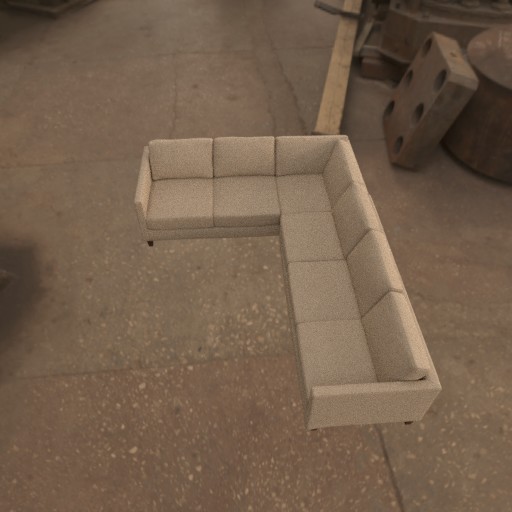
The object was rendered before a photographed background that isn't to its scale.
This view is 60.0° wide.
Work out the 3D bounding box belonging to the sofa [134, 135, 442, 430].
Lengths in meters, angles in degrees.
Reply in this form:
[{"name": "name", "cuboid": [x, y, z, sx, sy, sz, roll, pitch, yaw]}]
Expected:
[{"name": "sofa", "cuboid": [0.000, 0.000, 4.307, 2.432, 0.863, 3.182, -3, 47, -2]}]
